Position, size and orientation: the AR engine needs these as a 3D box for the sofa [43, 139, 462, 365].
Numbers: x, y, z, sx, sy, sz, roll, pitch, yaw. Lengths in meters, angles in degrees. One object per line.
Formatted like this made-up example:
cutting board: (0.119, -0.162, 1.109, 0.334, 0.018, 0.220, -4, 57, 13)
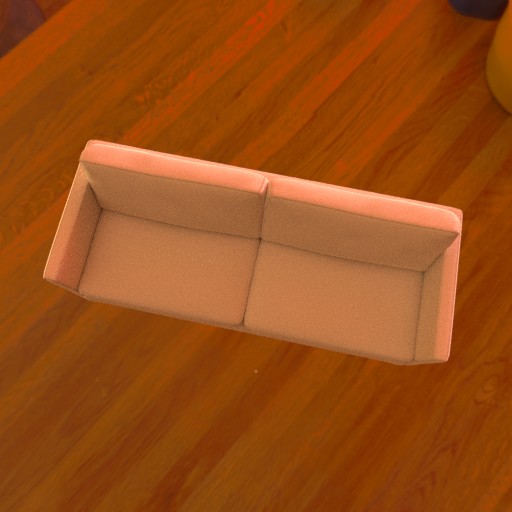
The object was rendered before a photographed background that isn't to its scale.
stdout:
sofa: (0.000, 0.000, 2.857, 2.361, 0.962, 0.951, 11, 76, 3)
